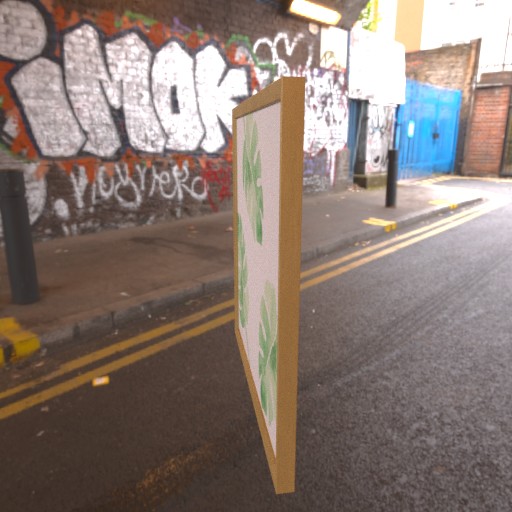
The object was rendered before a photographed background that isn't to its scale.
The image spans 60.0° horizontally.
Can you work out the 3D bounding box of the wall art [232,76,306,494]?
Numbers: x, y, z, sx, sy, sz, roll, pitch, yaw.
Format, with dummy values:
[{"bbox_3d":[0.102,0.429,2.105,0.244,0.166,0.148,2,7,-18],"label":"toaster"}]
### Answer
[{"bbox_3d":[0.000,0.000,1.135,0.037,0.763,0.763,-2,15,-8],"label":"wall art"}]
